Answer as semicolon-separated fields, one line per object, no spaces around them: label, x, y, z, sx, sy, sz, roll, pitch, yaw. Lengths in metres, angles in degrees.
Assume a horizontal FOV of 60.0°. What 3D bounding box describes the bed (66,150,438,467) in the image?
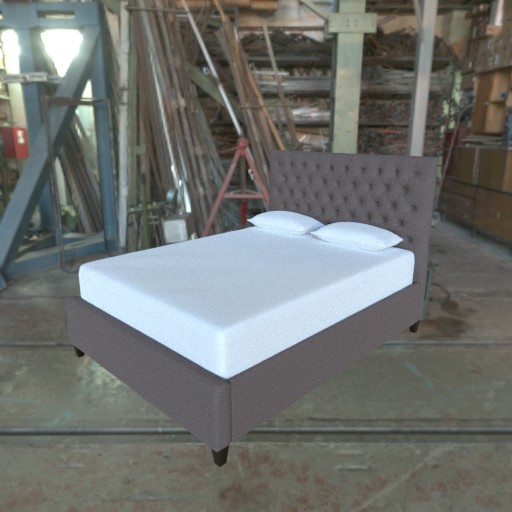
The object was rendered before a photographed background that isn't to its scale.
bed;0.000;0.000;3.305;1.696;1.426;2.233;15;22;42
